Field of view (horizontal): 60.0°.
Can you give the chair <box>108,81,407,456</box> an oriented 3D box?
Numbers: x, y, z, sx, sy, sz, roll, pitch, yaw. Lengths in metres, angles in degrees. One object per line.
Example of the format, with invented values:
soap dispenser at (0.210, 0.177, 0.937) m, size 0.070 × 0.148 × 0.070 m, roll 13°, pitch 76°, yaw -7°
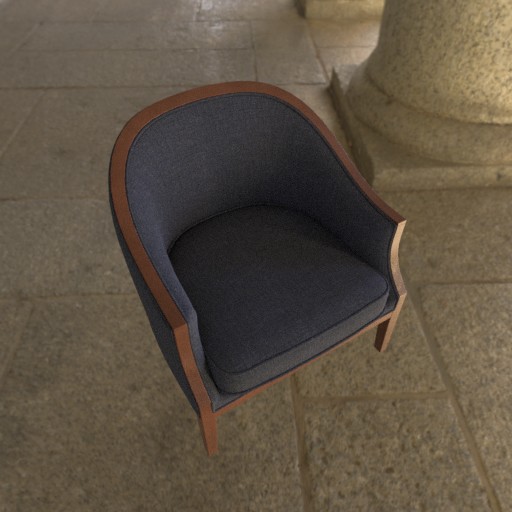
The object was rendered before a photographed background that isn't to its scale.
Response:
chair at (0.000, 0.000, 1.473) m, size 0.803 × 0.876 × 0.735 m, roll -24°, pitch 50°, yaw -22°
